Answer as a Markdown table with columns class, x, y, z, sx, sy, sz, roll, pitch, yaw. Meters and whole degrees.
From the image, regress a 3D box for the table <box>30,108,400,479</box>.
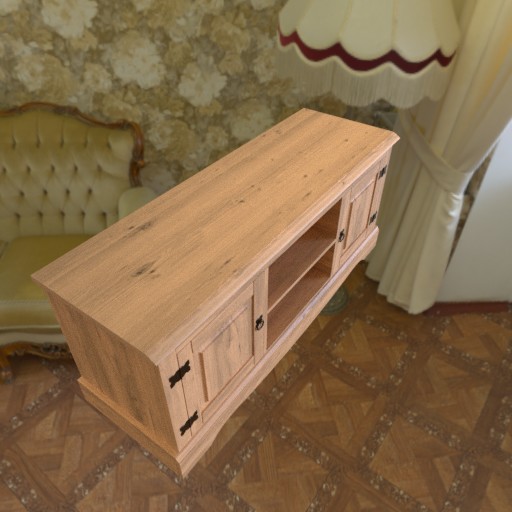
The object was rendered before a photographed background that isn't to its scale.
| class | x | y | z | sx | sy | sz | roll | pitch | yaw |
| --- | --- | --- | --- | --- | --- | --- | --- | --- | --- |
| table | 0.000 | 0.000 | 1.454 | 0.400 | 0.510 | 1.200 | 25 | 46 | 27 |
